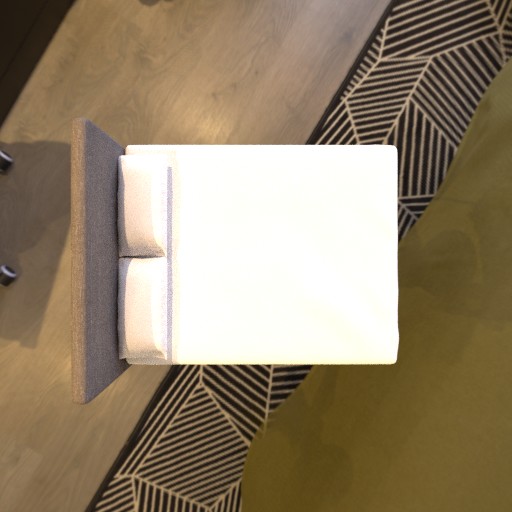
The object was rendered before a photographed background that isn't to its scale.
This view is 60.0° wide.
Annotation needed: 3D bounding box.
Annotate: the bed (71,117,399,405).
[{"bbox_3d":[0.000,0.000,3.168,2.142,1.330,1.723,0,90,0],"label":"bed"}]
